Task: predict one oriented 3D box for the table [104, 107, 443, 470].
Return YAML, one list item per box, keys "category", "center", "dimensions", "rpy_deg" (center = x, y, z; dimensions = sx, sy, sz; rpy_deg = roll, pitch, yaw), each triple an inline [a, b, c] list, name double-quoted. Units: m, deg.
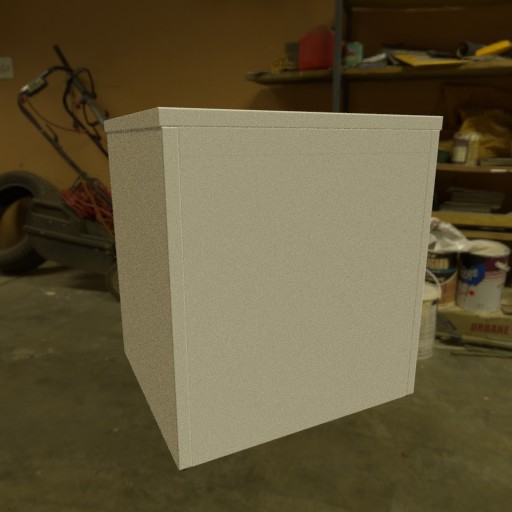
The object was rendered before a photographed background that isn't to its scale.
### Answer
- category: "table"
  center: [0.000, 0.000, 0.778]
  dimensions: [0.420, 0.460, 0.380]
  rpy_deg: [-7, 16, -26]
